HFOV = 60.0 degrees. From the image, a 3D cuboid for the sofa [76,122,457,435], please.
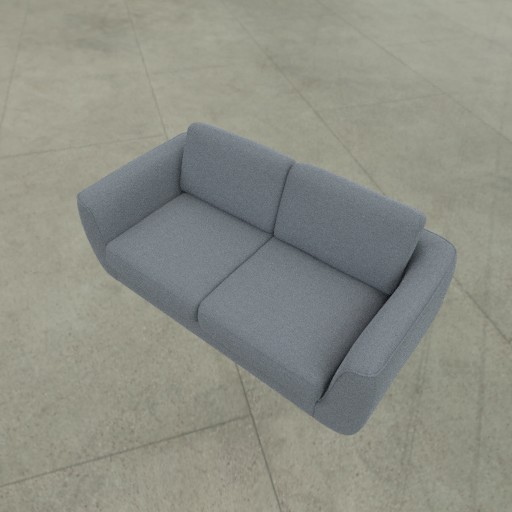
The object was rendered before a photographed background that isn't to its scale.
[{"bbox_3d":[0.000,0.000,2.209,1.700,0.850,0.920,29,51,26],"label":"sofa"}]
